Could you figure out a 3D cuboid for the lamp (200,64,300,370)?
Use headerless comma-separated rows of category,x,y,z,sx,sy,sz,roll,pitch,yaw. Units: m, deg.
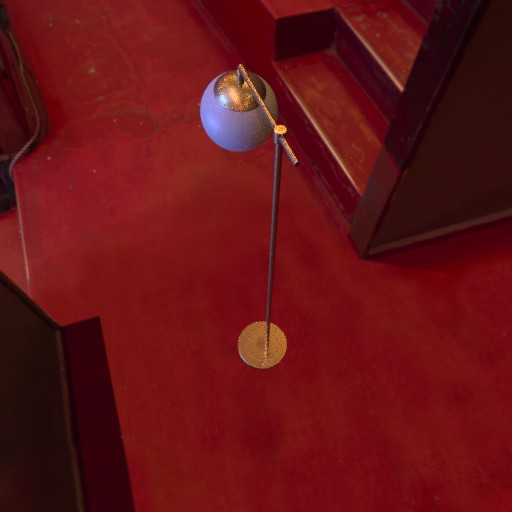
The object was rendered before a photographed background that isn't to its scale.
lamp,0.000,0.000,1.670,0.249,1.505,0.476,-18,61,-11
